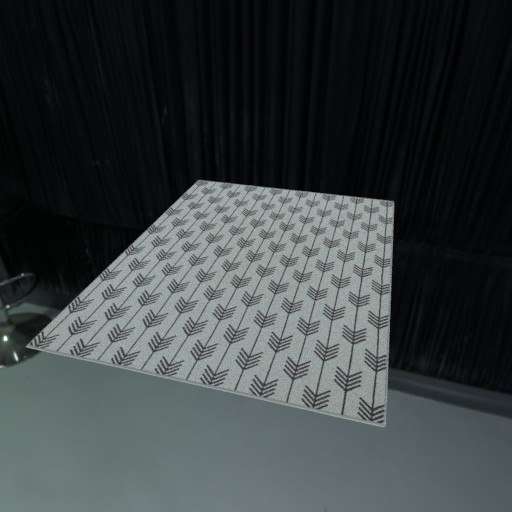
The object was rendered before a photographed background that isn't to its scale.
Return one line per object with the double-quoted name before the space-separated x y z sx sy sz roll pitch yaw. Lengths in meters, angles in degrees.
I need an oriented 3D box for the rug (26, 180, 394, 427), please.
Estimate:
"rug" 0.000 0.000 3.940 2.330 0.010 3.061 8 33 13
